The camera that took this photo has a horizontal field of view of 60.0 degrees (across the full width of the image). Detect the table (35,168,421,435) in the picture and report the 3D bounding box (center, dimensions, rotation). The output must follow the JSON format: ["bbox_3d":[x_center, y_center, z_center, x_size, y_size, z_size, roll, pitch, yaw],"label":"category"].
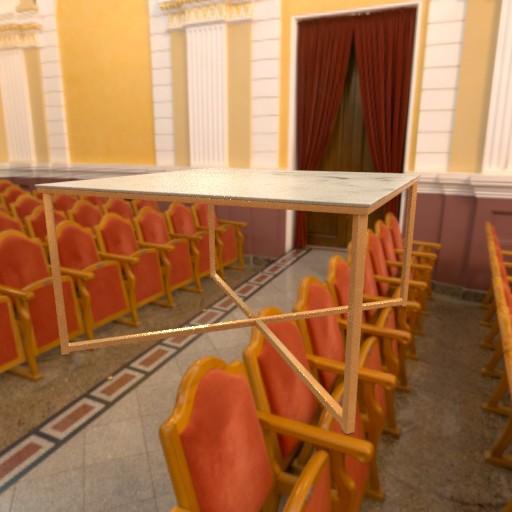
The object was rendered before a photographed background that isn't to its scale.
[{"bbox_3d":[0.000,0.000,1.304,0.800,0.450,0.800,7,16,25],"label":"table"}]
